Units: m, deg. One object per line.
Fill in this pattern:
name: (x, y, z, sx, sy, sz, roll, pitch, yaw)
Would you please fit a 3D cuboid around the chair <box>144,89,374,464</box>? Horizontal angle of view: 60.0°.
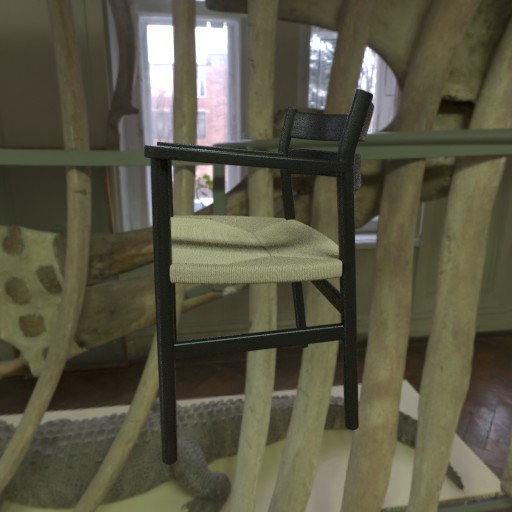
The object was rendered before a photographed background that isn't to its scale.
chair: (0.000, 0.000, 1.160, 0.508, 0.775, 0.630, -3, 15, -10)
